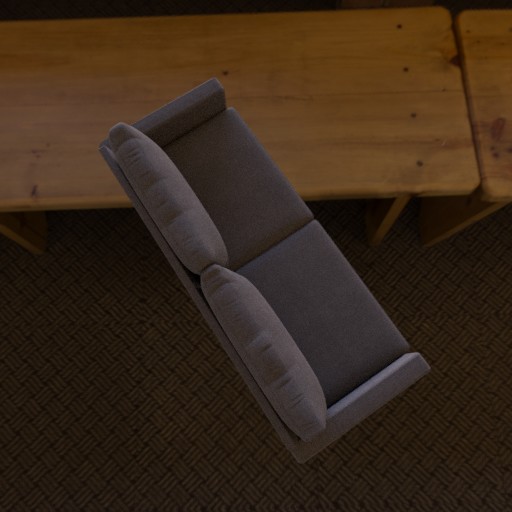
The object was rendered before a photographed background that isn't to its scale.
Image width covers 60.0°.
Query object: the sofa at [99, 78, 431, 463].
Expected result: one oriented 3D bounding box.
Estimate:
[{"bbox_3d":[0.000,0.000,2.635,0.880,0.880,2.100,-33,78,-8],"label":"sofa"}]
